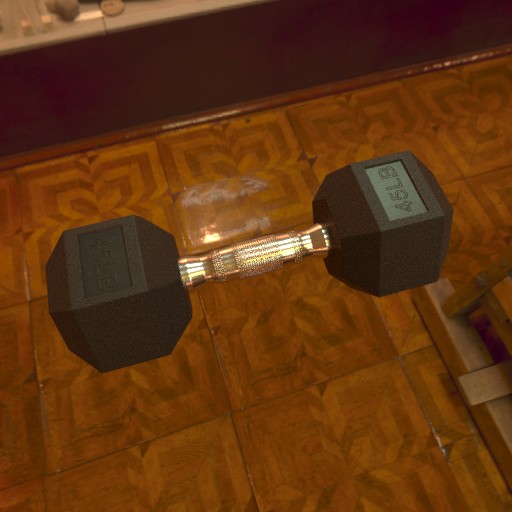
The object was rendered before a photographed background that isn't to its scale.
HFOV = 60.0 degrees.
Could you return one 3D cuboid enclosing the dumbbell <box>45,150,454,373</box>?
[{"bbox_3d":[0.000,0.000,0.418,0.356,0.123,0.141,-14,64,-7],"label":"dumbbell"}]
